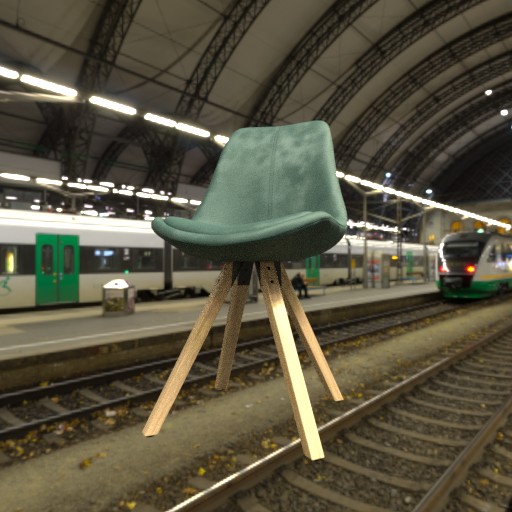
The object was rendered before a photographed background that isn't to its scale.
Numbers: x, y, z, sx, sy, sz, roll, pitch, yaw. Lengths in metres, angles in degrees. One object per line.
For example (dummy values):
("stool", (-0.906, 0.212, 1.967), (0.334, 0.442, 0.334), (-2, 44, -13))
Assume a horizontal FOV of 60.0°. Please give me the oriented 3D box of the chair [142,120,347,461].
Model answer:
("chair", (0.000, 0.000, 1.205), (0.483, 0.865, 0.547), (0, -1, 18))
